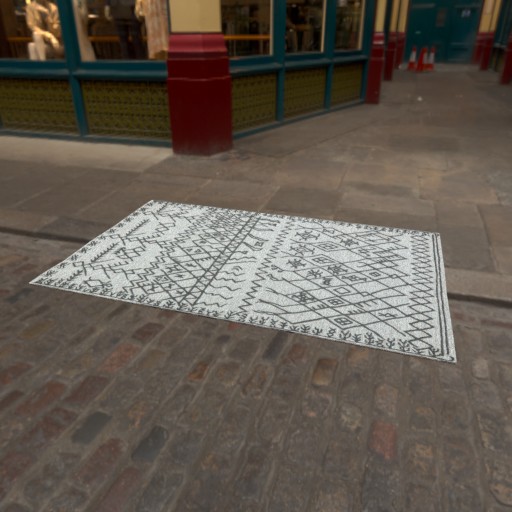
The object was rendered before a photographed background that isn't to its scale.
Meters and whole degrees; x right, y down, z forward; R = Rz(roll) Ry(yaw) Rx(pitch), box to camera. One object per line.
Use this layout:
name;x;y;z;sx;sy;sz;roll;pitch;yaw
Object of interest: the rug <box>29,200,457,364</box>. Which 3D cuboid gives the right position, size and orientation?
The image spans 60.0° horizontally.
rug;0.000;0.000;4.759;3.824;0.019;2.393;8;29;15
